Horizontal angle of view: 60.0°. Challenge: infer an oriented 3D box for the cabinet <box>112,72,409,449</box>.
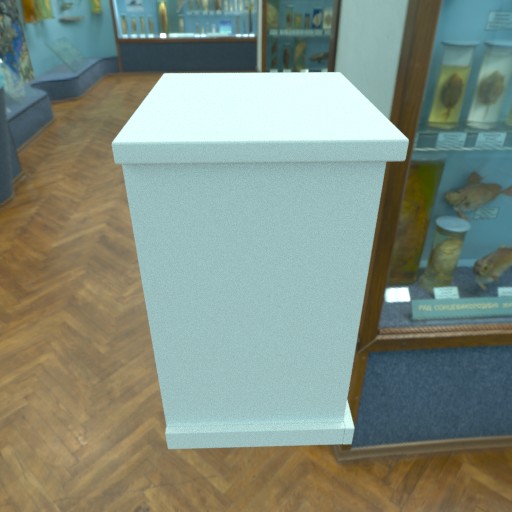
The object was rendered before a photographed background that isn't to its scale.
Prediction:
[{"bbox_3d":[0.000,0.000,1.050,0.431,0.723,0.520,-1,33,-2],"label":"cabinet"}]
